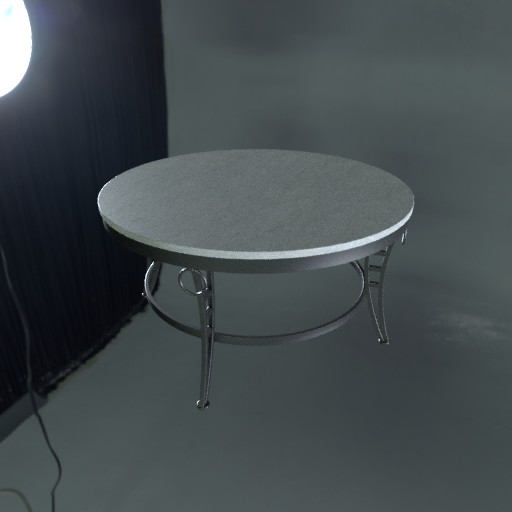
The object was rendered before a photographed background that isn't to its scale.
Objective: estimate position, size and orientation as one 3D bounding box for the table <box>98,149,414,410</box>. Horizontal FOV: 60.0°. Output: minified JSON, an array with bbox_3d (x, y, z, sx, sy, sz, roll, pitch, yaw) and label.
[{"bbox_3d":[0.000,0.000,1.413,0.889,0.470,0.889,0,27,0],"label":"table"}]
